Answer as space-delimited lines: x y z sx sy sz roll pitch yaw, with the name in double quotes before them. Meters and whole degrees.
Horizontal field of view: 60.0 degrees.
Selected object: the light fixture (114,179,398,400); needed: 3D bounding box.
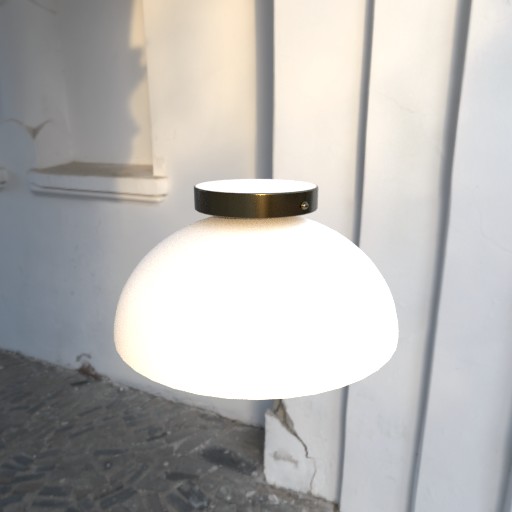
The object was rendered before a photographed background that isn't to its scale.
"light fixture" 0.000 0.000 0.556 0.355 0.177 0.355 0 16 0
